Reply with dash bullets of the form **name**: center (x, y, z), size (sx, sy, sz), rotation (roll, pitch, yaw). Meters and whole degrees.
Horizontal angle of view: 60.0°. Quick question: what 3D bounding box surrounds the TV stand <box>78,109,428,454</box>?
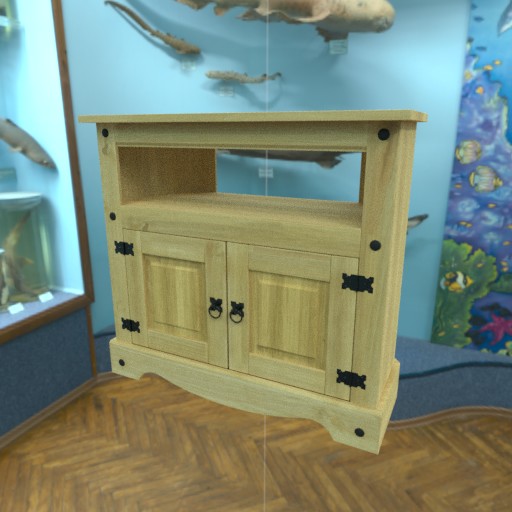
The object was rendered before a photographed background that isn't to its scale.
- **TV stand**: center (0.000, 0.000, 1.291), size (0.851, 0.781, 0.425), rotation (8, 18, 25)
